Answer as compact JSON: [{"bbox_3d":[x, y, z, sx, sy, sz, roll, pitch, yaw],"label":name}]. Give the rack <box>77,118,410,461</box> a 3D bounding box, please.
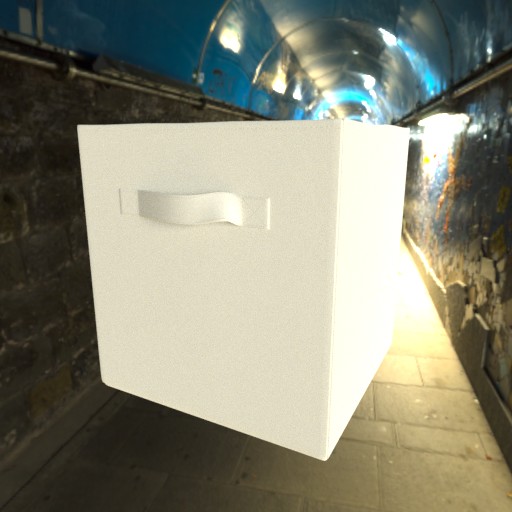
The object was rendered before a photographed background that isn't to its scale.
[{"bbox_3d":[0.000,0.000,0.498,0.270,0.280,0.270,8,16,27],"label":"rack"}]
